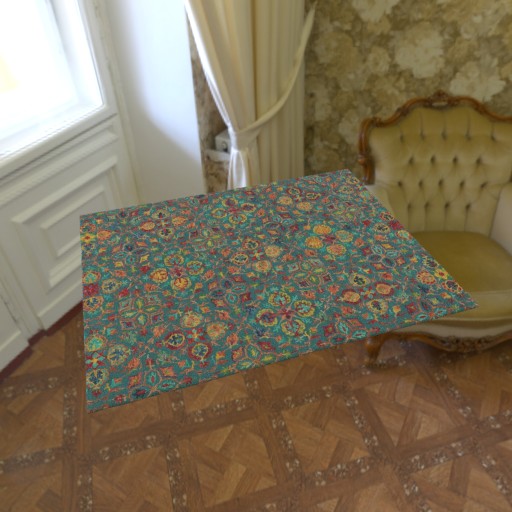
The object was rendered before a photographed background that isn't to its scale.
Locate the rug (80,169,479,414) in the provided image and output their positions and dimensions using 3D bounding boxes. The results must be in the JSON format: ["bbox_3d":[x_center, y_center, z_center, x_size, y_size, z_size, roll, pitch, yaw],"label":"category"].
[{"bbox_3d":[0.000,0.000,4.263,3.204,0.025,2.434,-12,42,-14],"label":"rug"}]
